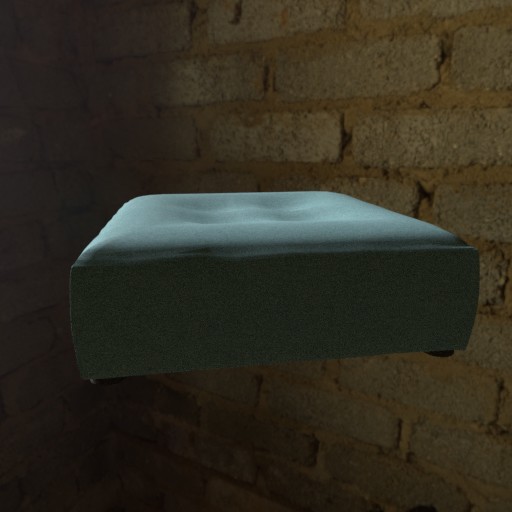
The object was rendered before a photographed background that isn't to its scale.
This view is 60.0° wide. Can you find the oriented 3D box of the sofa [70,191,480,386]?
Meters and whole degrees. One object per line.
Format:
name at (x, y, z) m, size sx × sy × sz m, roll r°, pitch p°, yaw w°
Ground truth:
sofa at (0.000, 0.000, 1.432) m, size 0.930 × 0.330 × 0.930 m, roll -2°, pitch 15°, yaw -9°
